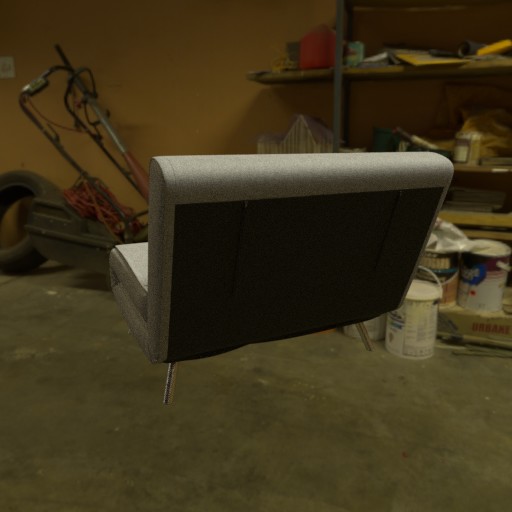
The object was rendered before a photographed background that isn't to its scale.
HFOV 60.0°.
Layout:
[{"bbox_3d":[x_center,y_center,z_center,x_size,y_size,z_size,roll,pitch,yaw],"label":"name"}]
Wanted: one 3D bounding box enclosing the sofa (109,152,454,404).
[{"bbox_3d":[0.000,0.000,1.787,1.020,0.825,1.000,-7,16,-25],"label":"sofa"}]
